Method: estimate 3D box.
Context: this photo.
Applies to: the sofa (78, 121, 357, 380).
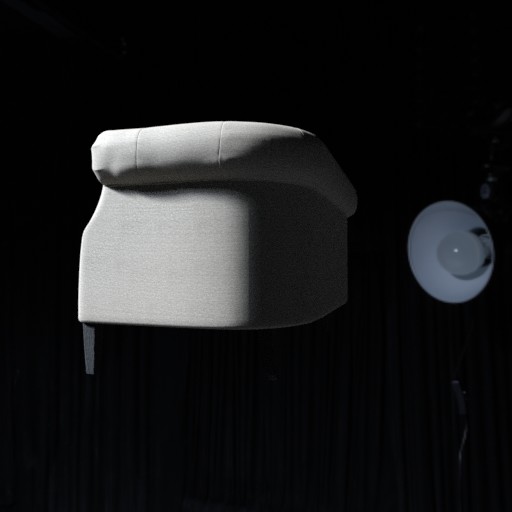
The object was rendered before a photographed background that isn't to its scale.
[{"bbox_3d":[0.000,0.000,2.053,0.835,0.827,1.558,0,-1,19],"label":"sofa"}]
